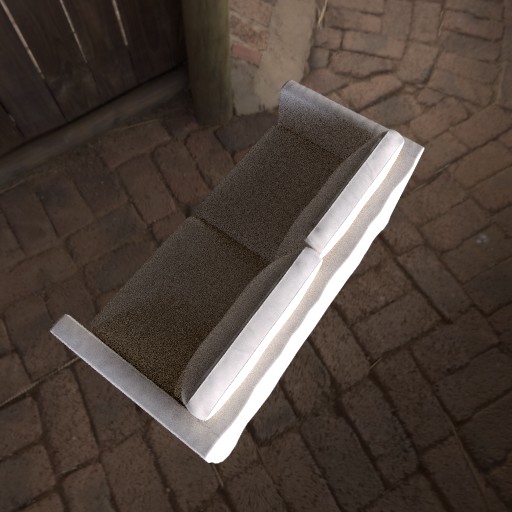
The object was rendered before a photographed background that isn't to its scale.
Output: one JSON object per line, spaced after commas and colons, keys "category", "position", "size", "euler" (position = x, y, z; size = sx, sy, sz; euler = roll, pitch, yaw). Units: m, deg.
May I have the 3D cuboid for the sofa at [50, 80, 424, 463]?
{"category": "sofa", "position": [0.000, 0.000, 2.497], "size": [0.940, 0.870, 1.987], "euler": [33, 68, 15]}
